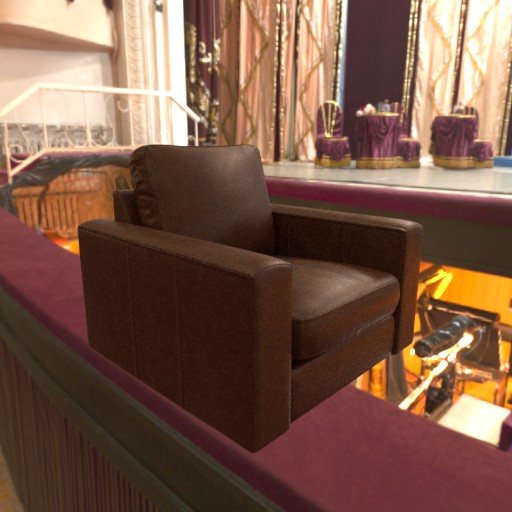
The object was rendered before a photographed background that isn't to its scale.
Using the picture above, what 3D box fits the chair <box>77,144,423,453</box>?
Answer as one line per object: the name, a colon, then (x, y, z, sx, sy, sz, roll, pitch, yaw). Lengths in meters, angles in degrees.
chair: (0.000, 0.000, 1.787, 1.016, 0.873, 1.005, 13, 19, 42)
